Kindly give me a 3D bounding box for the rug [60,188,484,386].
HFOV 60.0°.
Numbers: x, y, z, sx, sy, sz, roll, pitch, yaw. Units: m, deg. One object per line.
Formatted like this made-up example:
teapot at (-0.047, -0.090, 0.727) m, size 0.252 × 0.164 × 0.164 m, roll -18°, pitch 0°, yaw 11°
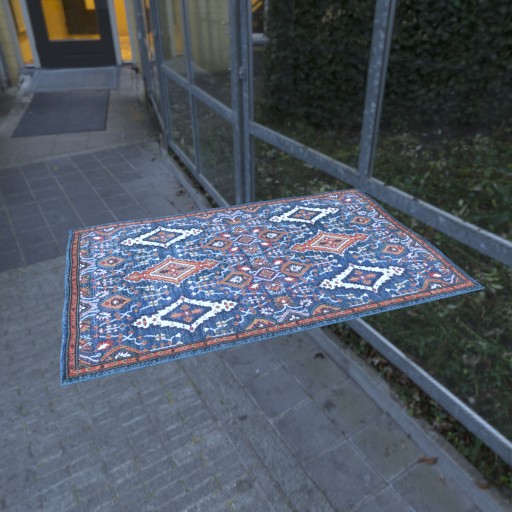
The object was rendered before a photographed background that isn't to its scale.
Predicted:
rug at (0.000, 0.000, 2.274) m, size 1.847 × 0.014 × 1.195 m, roll -10°, pitch 34°, yaw -15°
